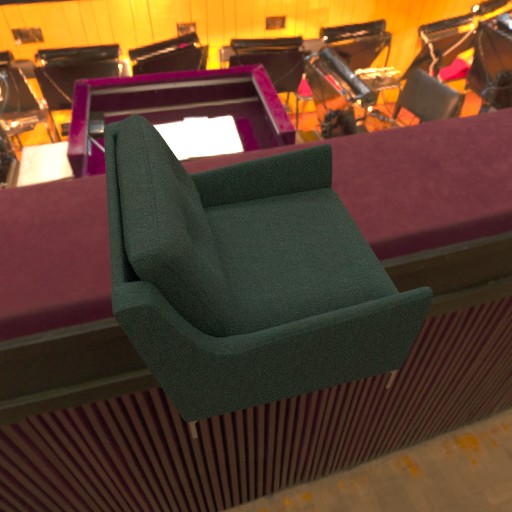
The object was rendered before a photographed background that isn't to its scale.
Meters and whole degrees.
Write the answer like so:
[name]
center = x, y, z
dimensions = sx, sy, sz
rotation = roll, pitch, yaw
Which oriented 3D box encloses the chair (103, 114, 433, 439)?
[chair]
center = 0.000, 0.000, 1.534
dimensions = 0.849, 0.828, 0.847
rotation = -11, 47, -10
